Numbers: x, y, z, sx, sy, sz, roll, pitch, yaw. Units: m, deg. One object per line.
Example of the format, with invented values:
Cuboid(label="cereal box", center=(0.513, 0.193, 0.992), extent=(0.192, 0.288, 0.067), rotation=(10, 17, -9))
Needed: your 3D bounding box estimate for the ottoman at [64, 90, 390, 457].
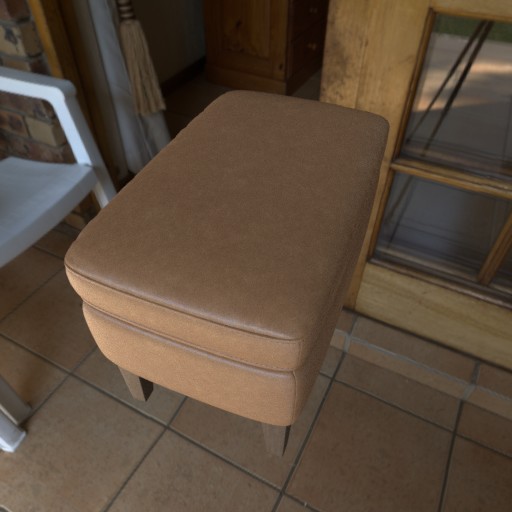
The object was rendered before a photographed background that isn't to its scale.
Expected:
Cuboid(label="ottoman", center=(0.000, 0.000, 0.972), extent=(0.420, 0.480, 0.670), rotation=(16, 47, 15))
